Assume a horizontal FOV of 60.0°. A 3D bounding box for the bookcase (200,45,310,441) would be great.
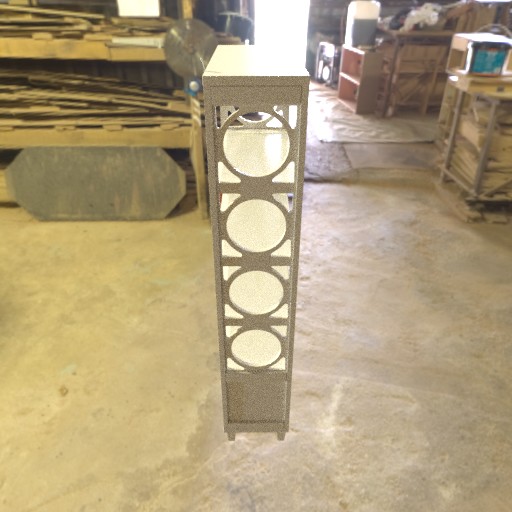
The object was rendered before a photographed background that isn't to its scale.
[{"bbox_3d":[0.000,0.000,2.166,0.361,1.869,0.761,0,32,0],"label":"bookcase"}]
